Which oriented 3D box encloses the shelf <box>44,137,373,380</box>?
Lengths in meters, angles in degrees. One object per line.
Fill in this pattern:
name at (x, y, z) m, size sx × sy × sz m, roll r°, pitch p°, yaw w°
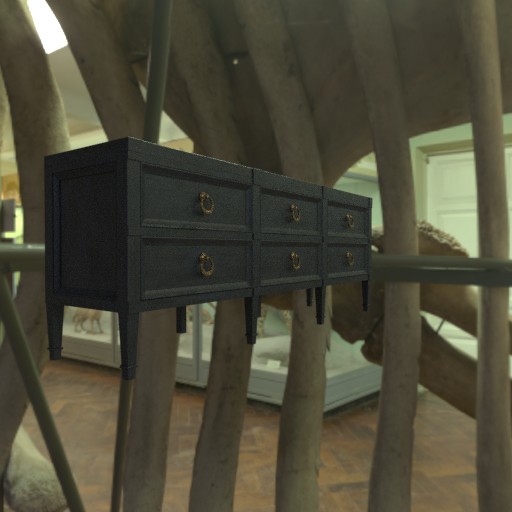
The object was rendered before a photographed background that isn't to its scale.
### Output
shelf at (0.000, 0.000, 2.181) m, size 0.471 × 0.715 × 1.878 m, roll 1°, pitch 1°, yaw 36°
